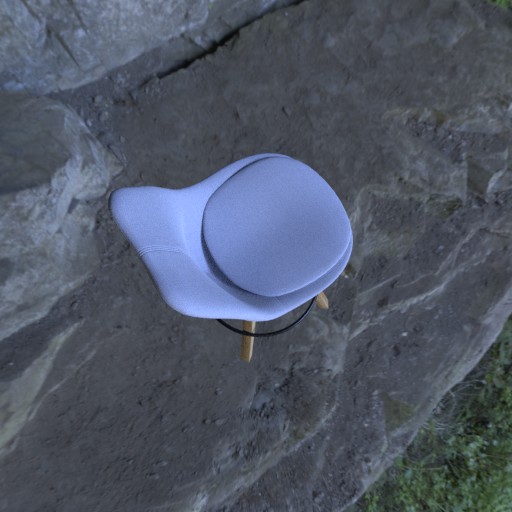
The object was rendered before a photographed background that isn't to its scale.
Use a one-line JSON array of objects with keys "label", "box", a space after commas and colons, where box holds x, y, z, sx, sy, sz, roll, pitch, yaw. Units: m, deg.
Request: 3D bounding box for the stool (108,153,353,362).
[{"label": "stool", "box": [0.000, 0.000, 1.412, 0.550, 1.115, 0.484, -33, 77, -9]}]
